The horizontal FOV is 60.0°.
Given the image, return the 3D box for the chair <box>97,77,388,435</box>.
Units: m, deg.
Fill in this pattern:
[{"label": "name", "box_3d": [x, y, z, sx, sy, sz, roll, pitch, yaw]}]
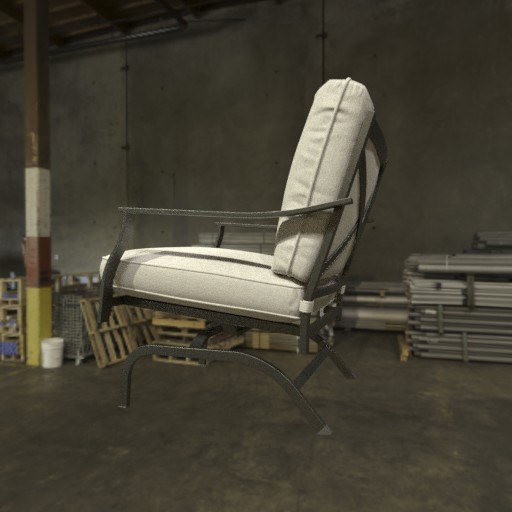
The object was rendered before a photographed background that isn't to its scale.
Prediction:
[{"label": "chair", "box_3d": [0.000, 0.000, 1.397, 0.787, 0.860, 0.650, 0, 0, 19]}]
